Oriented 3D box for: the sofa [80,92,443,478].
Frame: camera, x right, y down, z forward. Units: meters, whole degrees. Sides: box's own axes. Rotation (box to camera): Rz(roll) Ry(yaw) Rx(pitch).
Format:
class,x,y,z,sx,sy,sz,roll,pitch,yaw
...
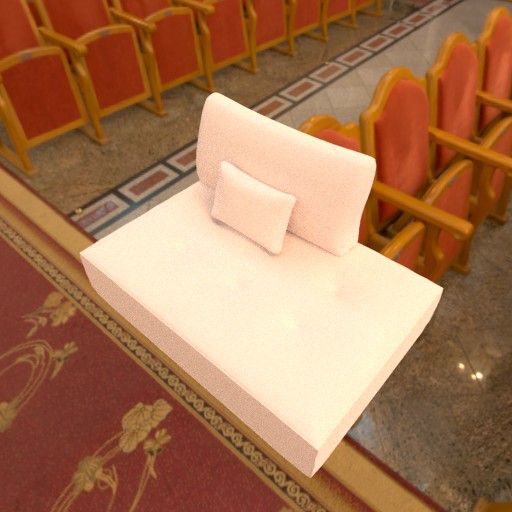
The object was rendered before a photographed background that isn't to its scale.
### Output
class,x,y,z,sx,sy,sz,roll,pitch,yaw
sofa,0.000,0.000,2.042,1.450,0.820,1.000,32,53,28
